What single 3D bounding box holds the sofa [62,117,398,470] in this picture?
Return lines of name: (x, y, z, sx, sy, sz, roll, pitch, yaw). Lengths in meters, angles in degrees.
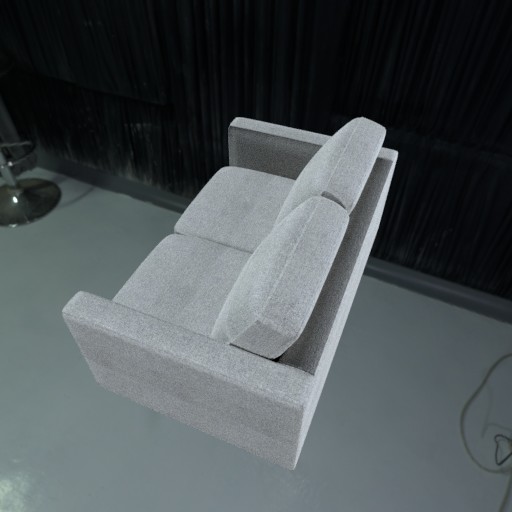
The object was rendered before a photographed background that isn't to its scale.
sofa: (0.000, 0.000, 2.136, 0.969, 0.973, 1.527, 17, 48, 16)
